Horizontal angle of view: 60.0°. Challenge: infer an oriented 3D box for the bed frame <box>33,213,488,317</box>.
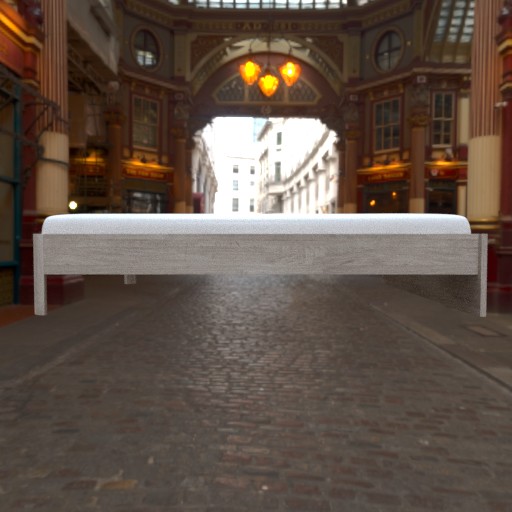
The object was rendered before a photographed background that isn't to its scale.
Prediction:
[{"bbox_3d":[0.000,0.000,2.613,1.950,0.462,1.490,0,2,0],"label":"bed frame"}]
